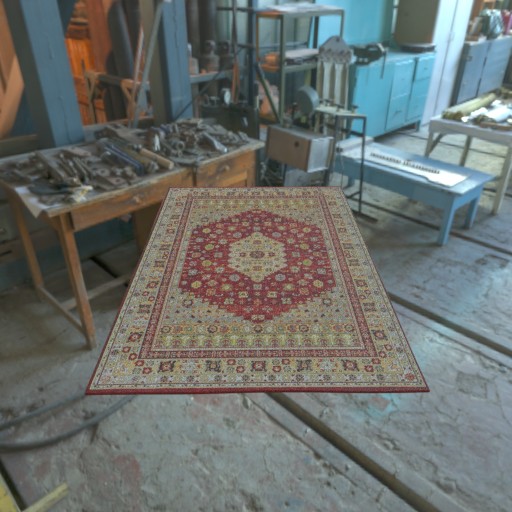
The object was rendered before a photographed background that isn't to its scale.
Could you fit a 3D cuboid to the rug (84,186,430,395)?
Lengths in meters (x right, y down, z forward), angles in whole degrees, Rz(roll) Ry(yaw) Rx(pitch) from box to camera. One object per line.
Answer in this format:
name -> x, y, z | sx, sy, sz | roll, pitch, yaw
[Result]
rug -> 0.000, 0.000, 2.293 | 1.194, 0.013, 1.802 | 0, 32, 0
